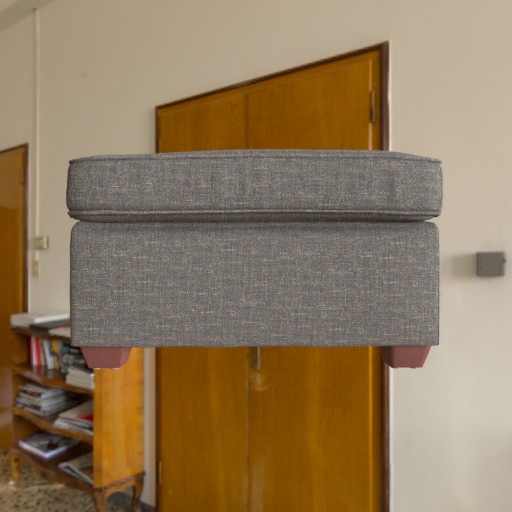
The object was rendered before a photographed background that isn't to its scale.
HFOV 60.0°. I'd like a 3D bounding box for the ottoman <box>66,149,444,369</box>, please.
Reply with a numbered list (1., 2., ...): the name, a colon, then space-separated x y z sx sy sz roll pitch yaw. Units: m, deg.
1. ottoman: 0.000 0.000 1.094 0.749 0.450 0.549 0 0 0
